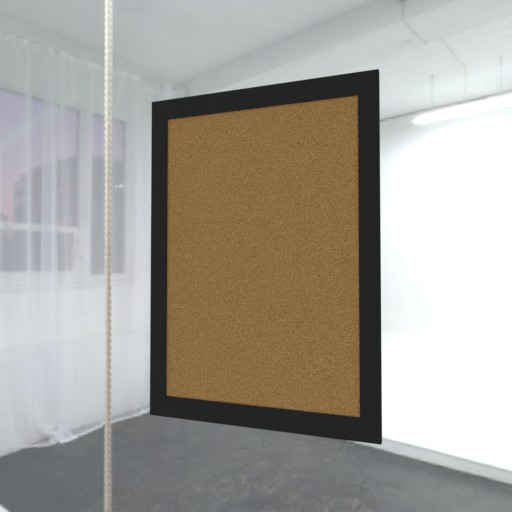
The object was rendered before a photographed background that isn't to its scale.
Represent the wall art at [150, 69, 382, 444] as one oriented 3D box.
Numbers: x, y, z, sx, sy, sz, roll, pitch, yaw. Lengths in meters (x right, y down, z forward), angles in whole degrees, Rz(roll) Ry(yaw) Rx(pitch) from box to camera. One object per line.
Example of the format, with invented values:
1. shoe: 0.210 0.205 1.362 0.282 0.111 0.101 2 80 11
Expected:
1. wall art: 0.000 0.000 0.690 0.374 0.529 0.012 -1 -2 19
